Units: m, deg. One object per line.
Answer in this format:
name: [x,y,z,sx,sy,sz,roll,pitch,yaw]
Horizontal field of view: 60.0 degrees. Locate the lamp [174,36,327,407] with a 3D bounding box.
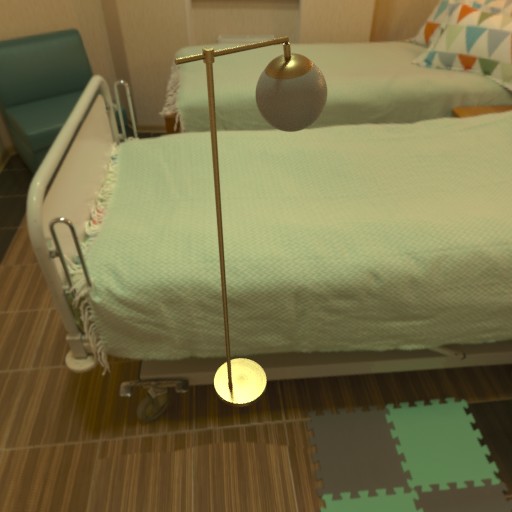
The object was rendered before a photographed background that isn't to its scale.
lamp: [0.000,0.000,1.658,0.476,1.505,0.249,-24,46,-26]
